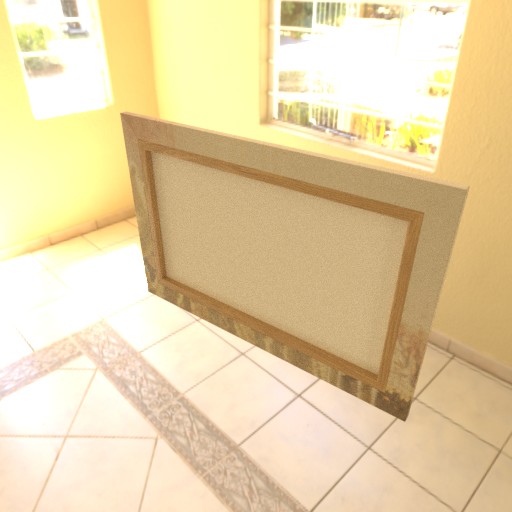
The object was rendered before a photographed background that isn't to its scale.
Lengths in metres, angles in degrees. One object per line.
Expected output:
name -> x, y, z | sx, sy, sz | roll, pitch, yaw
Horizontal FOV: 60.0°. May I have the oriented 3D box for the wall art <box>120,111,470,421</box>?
wall art -> 0.000, 0.000, 1.931 | 1.525, 1.012, 0.038 | 21, 37, 30
